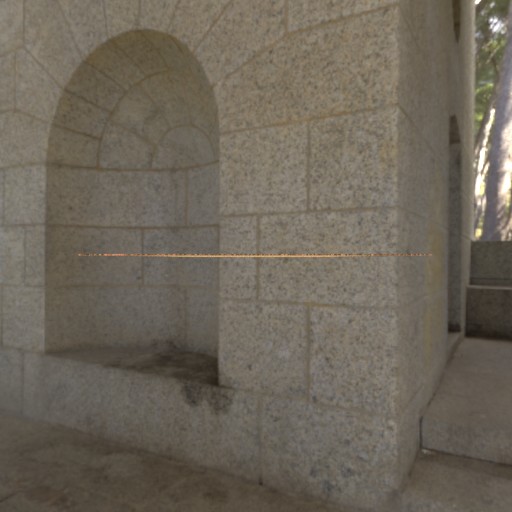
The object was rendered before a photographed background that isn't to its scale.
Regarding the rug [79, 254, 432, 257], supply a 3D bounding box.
[{"bbox_3d":[0.000,0.000,3.049,1.521,0.006,2.435,0,0,1],"label":"rug"}]
